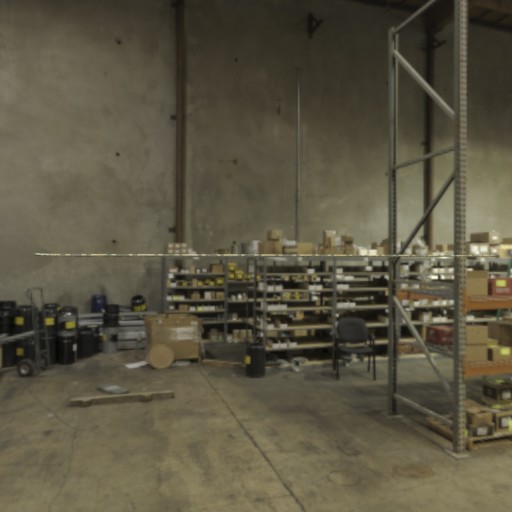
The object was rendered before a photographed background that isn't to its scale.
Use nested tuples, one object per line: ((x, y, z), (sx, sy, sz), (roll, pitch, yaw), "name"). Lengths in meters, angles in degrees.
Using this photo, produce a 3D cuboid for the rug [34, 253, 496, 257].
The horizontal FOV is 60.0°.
((0.000, 0.000, 2.896), (2.410, 0.011, 1.539), (0, 0, -18), "rug")
